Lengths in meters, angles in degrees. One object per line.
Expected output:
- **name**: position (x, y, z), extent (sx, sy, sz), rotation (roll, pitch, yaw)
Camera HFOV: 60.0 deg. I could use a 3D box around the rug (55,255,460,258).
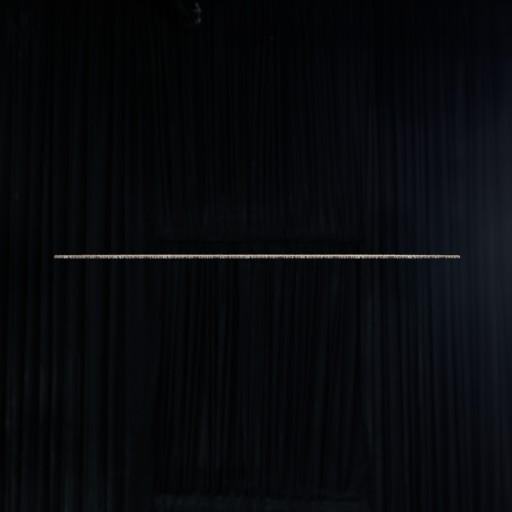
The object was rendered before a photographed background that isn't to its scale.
- **rug**: position (0.000, 0.000, 3.977), extent (2.315, 0.015, 2.932), rotation (0, 0, 0)
